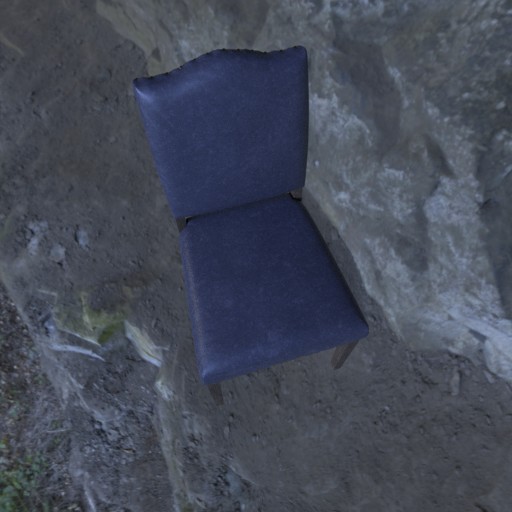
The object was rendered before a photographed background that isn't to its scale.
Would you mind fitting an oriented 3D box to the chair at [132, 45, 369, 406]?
[{"bbox_3d":[0.000,0.000,1.339,0.500,0.991,0.633,-15,64,-8],"label":"chair"}]
